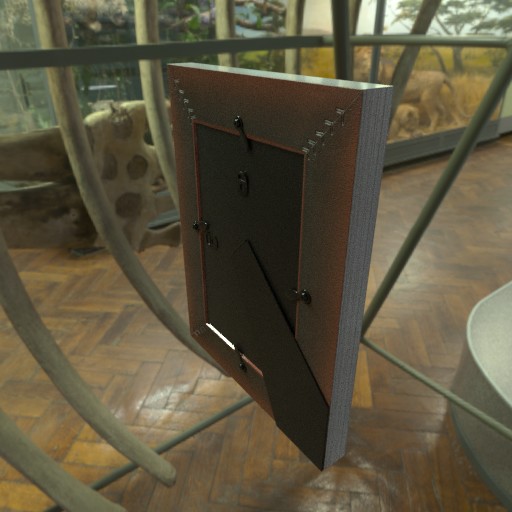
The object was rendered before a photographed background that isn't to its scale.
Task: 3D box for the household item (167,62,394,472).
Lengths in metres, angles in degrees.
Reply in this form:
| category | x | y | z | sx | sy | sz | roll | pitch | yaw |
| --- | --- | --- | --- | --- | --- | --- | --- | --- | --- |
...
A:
| category | x | y | z | sx | sy | sz | roll | pitch | yaw |
| --- | --- | --- | --- | --- | --- | --- | --- | --- | --- |
| household item | 0.000 | 0.000 | 0.281 | 0.025 | 0.216 | 0.165 | -19 | 33 | -32 |
